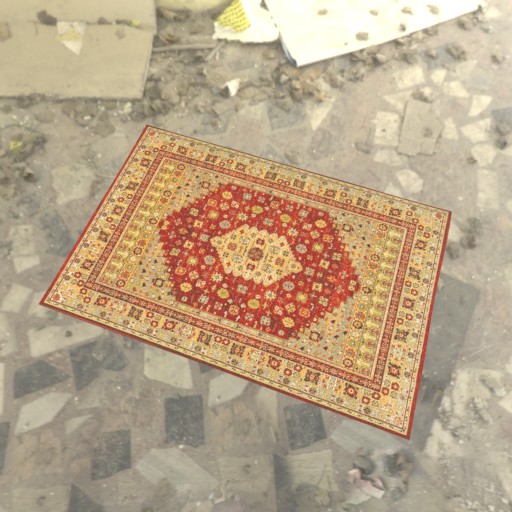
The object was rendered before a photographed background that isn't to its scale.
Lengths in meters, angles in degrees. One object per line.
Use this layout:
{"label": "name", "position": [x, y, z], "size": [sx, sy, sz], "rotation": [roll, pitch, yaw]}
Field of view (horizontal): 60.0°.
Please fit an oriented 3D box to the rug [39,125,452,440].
{"label": "rug", "position": [0.000, 0.000, 2.250], "size": [1.802, 0.013, 1.194], "rotation": [18, 65, 8]}
